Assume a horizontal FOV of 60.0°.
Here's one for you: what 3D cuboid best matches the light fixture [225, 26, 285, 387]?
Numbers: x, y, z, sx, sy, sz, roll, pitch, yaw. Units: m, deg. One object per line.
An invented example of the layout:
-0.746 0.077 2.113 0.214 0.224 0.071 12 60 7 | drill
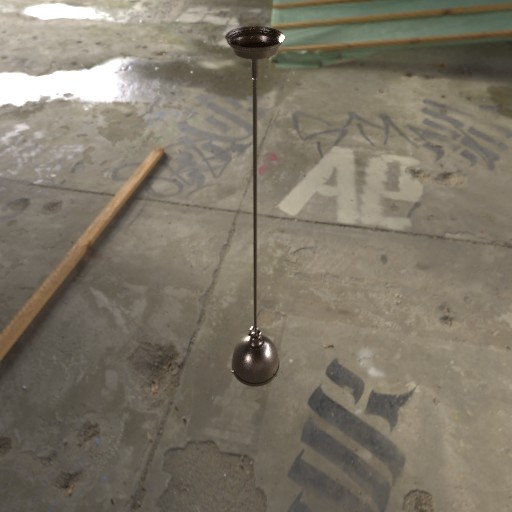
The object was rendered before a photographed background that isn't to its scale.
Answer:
0.000 0.000 1.456 0.217 1.367 0.211 24 50 22 | light fixture
